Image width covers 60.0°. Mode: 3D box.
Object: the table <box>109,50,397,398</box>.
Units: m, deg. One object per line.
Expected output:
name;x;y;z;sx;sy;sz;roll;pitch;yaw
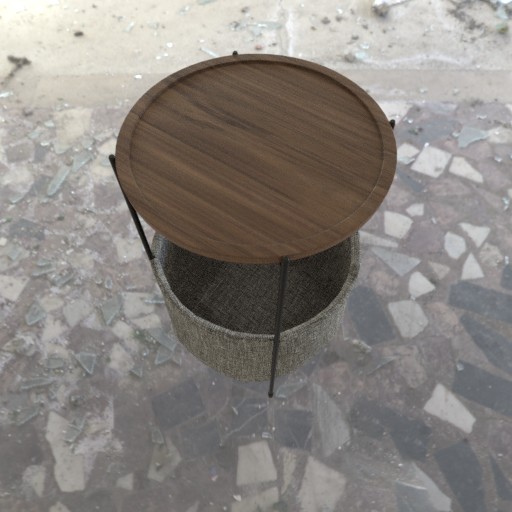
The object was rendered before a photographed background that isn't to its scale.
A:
table;0.000;0.000;0.879;0.400;0.623;0.400;31;63;17
